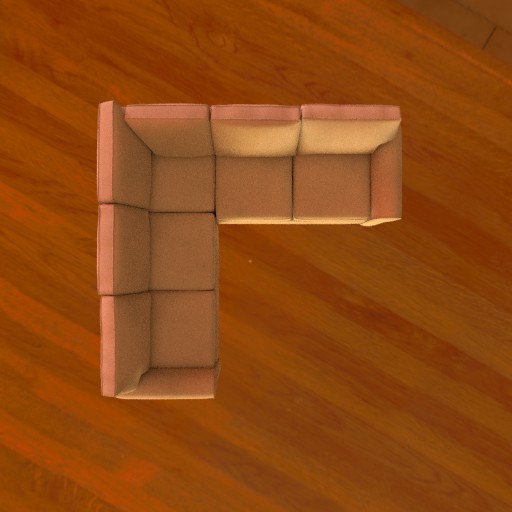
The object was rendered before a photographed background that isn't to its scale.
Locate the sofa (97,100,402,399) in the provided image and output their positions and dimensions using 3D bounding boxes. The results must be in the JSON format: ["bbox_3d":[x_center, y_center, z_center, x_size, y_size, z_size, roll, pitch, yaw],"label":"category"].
[{"bbox_3d":[0.000,0.000,3.972,2.562,1.053,2.487,0,89,-1],"label":"sofa"}]
